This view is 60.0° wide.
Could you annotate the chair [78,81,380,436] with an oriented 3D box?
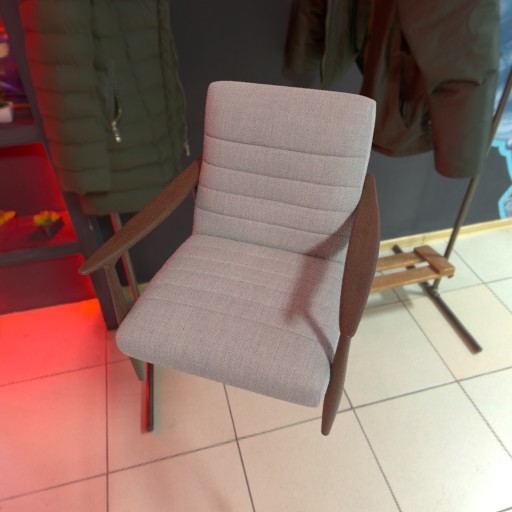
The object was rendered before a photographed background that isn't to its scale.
[{"bbox_3d":[0.000,0.000,1.432,0.741,0.832,0.798,12,43,13],"label":"chair"}]
